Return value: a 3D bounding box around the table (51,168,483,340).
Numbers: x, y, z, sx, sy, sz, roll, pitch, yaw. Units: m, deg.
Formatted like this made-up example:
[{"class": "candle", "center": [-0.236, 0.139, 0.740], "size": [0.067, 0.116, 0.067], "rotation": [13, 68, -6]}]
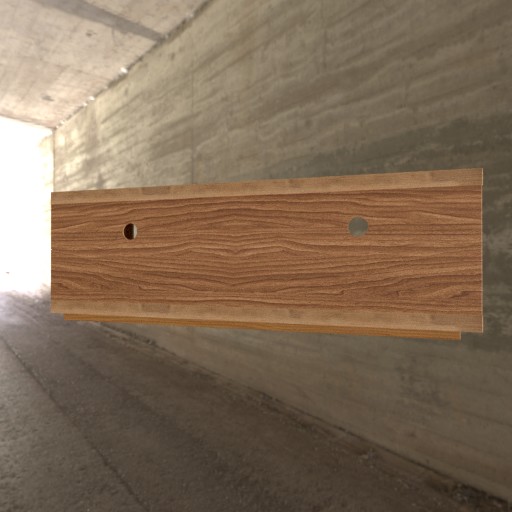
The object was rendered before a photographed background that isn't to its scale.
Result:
[{"class": "table", "center": [0.000, 0.000, 1.711], "size": [1.499, 0.491, 0.499], "rotation": [0, 0, 18]}]
